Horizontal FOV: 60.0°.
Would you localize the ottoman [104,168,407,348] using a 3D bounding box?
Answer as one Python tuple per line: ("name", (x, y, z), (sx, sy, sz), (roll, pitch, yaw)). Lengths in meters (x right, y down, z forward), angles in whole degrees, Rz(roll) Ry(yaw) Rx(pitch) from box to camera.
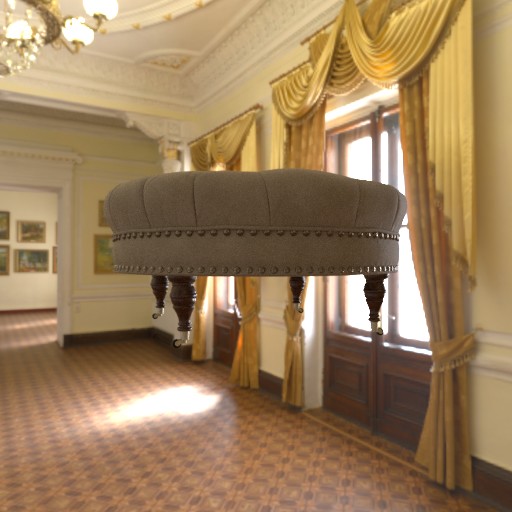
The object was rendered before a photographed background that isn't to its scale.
("ottoman", (0.000, 0.000, 1.385), (0.901, 0.439, 0.901), (0, -1, 0))
